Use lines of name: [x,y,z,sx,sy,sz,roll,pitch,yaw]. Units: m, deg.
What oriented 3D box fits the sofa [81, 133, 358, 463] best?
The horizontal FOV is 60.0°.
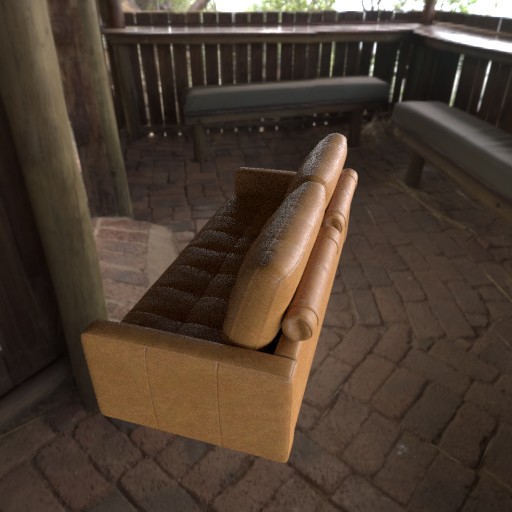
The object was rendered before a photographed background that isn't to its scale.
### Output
sofa: [0.000,0.000,2.273,0.850,0.898,1.821,9,32,14]
